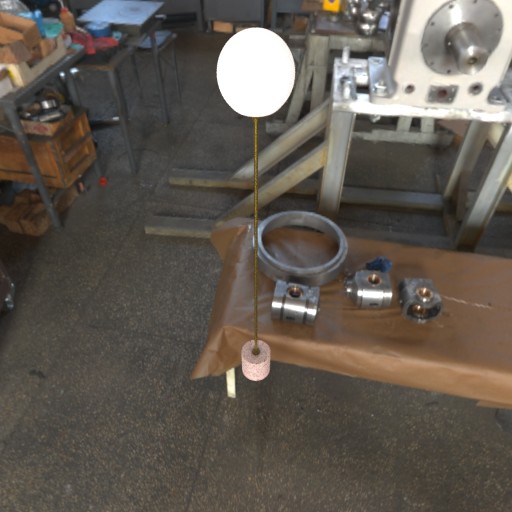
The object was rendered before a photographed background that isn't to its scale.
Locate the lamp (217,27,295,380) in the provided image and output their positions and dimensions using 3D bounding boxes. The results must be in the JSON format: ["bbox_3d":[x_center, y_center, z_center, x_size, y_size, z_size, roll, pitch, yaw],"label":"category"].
[{"bbox_3d":[0.000,0.000,1.830,0.229,1.748,0.229,-17,47,-16],"label":"lamp"}]
